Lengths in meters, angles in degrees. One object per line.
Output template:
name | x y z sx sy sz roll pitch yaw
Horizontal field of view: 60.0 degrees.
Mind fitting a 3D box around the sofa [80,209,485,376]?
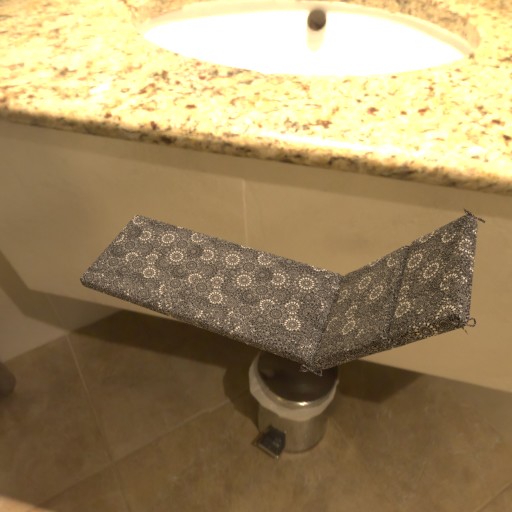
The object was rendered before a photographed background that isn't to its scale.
sofa | 0.000 0.000 1.925 1.663 0.622 0.582 17 49 15
